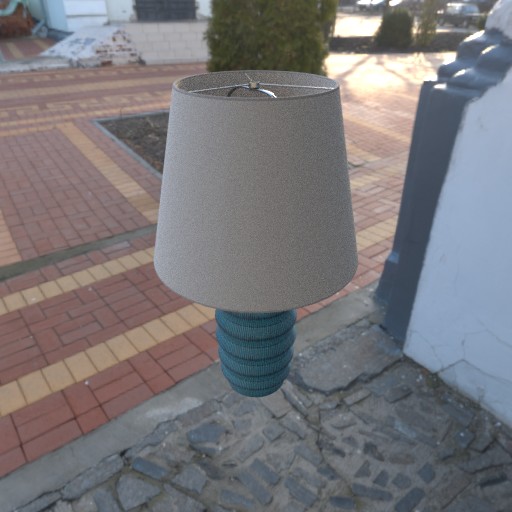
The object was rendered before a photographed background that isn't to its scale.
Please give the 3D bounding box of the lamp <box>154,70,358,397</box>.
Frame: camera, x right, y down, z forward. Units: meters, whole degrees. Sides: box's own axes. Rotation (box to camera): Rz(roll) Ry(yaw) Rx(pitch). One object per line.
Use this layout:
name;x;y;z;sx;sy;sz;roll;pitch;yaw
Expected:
lamp;0.000;0.000;0.788;0.355;0.582;0.355;0;30;0
